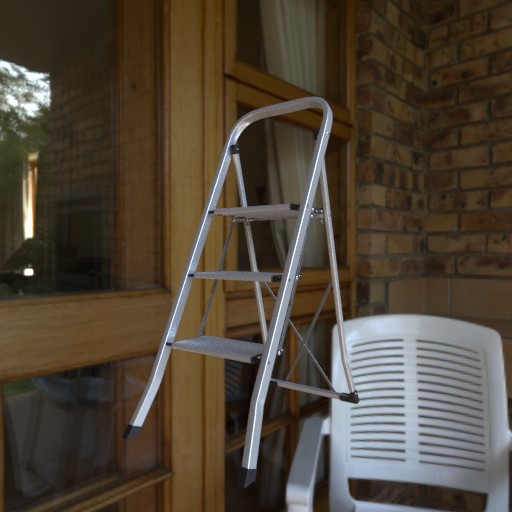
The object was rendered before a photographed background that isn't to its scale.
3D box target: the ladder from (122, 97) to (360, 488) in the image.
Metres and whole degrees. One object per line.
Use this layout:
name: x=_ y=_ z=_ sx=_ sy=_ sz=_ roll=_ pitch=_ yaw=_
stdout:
ladder: x=0.000 y=0.000 z=1.443 sx=0.465 sy=1.070 sz=0.704 roll=1 pitch=1 yaw=37
